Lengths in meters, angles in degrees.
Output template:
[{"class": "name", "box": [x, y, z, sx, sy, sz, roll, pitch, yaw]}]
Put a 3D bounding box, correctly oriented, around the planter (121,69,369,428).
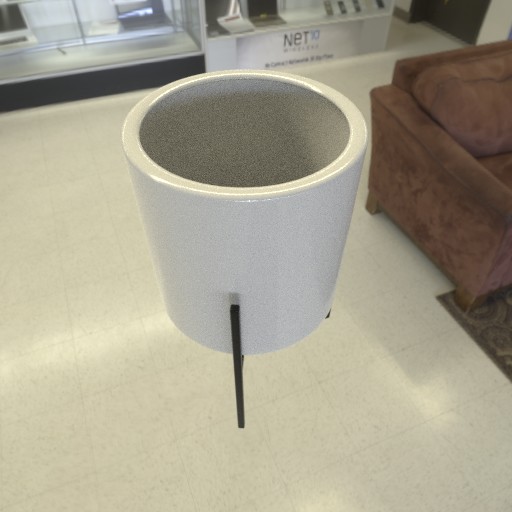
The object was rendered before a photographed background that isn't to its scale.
[{"class": "planter", "box": [0.000, 0.000, 0.525, 0.239, 0.356, 0.239, -15, 48, -14]}]
